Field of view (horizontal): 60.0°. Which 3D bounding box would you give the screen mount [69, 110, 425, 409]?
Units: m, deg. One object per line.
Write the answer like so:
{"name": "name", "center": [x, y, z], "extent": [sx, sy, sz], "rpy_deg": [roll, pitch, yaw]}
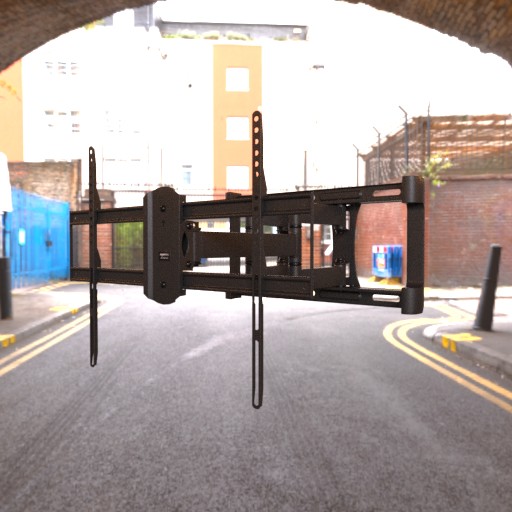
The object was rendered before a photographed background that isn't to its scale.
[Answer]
{"name": "screen mount", "center": [0.000, 0.000, 1.118], "extent": [0.661, 0.491, 0.644], "rpy_deg": [1, 1, 35]}
